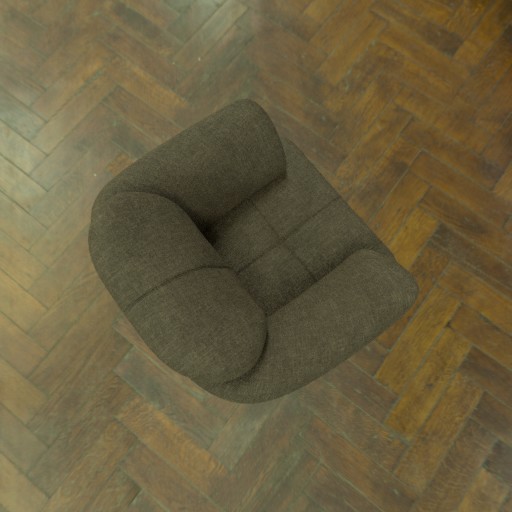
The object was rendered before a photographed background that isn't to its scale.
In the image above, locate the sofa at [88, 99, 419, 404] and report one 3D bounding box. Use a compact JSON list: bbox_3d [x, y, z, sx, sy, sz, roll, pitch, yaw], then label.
[{"bbox_3d":[0.000,0.000,1.478,0.794,0.811,0.870,-37,78,-9],"label":"sofa"}]
